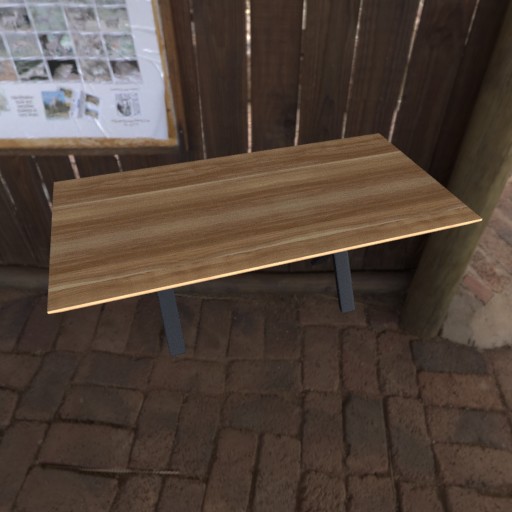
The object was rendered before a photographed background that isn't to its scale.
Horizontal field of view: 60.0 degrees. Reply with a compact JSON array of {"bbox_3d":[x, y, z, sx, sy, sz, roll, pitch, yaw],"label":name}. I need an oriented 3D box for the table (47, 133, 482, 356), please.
[{"bbox_3d":[0.000,0.000,2.542,2.000,0.770,1.000,-12,42,-13],"label":"table"}]
